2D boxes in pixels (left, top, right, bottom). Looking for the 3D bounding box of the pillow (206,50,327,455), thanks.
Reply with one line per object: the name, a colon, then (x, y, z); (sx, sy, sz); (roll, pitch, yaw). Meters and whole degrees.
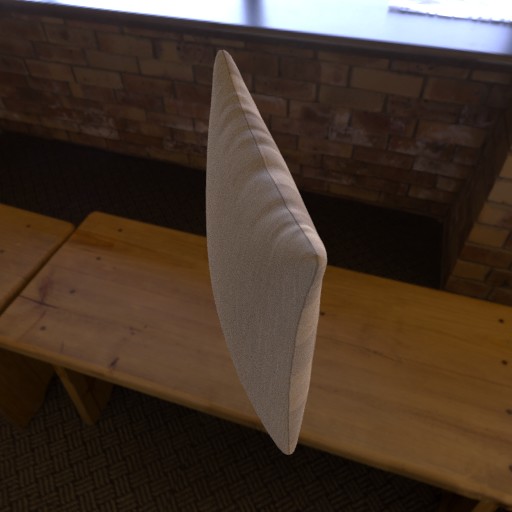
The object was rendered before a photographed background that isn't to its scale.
pillow: (0.000, 0.000, 0.772); (0.161, 0.509, 0.511); (-10, 47, -9)
